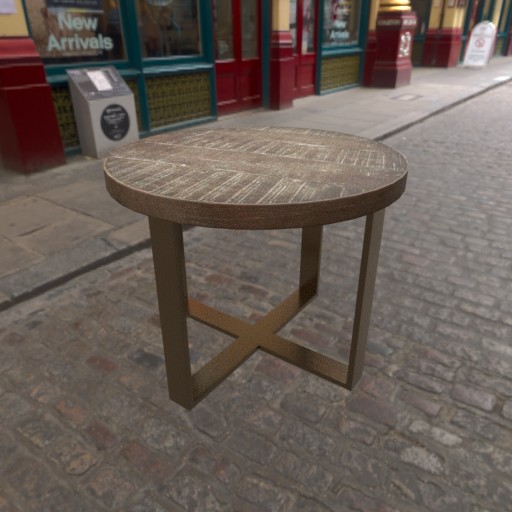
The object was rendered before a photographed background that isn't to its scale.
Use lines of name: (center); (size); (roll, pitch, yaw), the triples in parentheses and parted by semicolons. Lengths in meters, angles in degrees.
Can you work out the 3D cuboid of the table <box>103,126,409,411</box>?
table: (0.000, 0.000, 0.943); (0.557, 0.437, 0.557); (0, 27, 0)
